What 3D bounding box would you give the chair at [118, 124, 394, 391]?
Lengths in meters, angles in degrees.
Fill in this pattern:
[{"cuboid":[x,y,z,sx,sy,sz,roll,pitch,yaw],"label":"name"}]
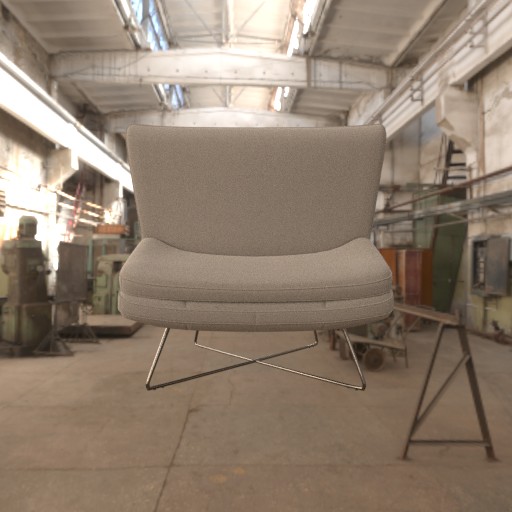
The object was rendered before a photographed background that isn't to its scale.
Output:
[{"cuboid":[0.000,0.000,1.673,0.859,0.855,1.008,0,0,0],"label":"chair"}]
